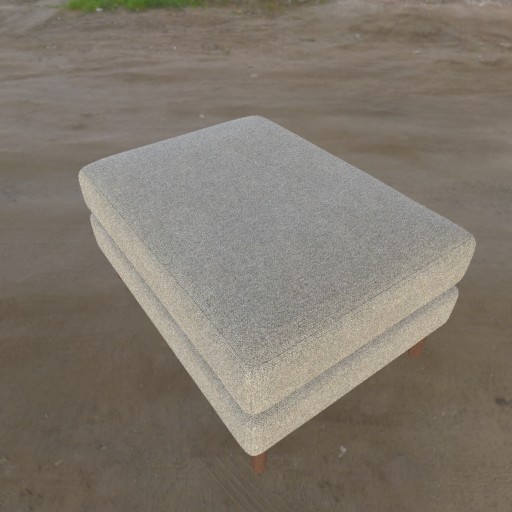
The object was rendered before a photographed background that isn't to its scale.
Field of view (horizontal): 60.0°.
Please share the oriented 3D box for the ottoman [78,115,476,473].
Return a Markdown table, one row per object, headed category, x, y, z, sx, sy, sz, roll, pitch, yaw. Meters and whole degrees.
| category | x | y | z | sx | sy | sz | roll | pitch | yaw |
| --- | --- | --- | --- | --- | --- | --- | --- | --- | --- |
| ottoman | 0.000 | 0.000 | 1.169 | 0.611 | 0.441 | 0.821 | -25 | 46 | -26 |
